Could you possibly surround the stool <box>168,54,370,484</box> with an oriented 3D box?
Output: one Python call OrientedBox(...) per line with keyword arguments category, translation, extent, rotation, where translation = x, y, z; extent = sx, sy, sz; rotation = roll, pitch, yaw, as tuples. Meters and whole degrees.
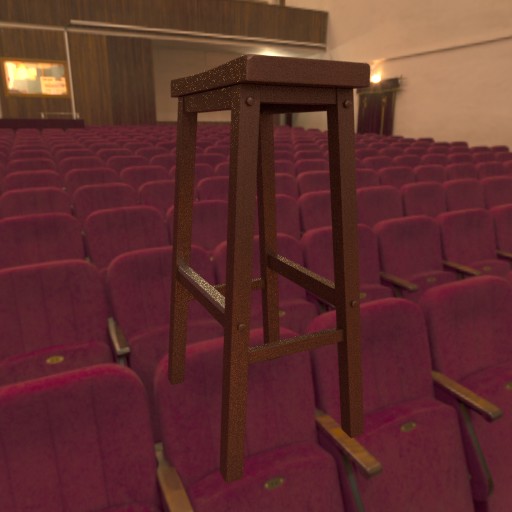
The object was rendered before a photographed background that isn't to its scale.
OrientedBox(category="stool", translation=(0.000, 0.000, 0.966), extent=(0.322, 0.742, 0.406), rotation=(-8, 18, -25))
